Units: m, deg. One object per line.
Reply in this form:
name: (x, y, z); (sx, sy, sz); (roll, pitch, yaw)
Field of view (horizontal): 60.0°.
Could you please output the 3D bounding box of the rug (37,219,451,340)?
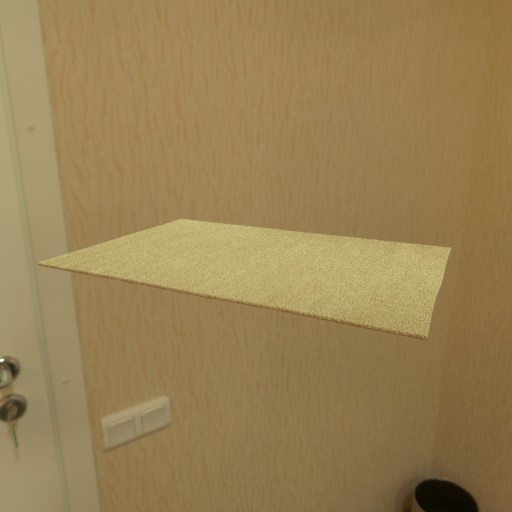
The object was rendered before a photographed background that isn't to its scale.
rug: (0.000, 0.000, 3.450); (2.699, 0.025, 1.800); (8, 18, 25)
